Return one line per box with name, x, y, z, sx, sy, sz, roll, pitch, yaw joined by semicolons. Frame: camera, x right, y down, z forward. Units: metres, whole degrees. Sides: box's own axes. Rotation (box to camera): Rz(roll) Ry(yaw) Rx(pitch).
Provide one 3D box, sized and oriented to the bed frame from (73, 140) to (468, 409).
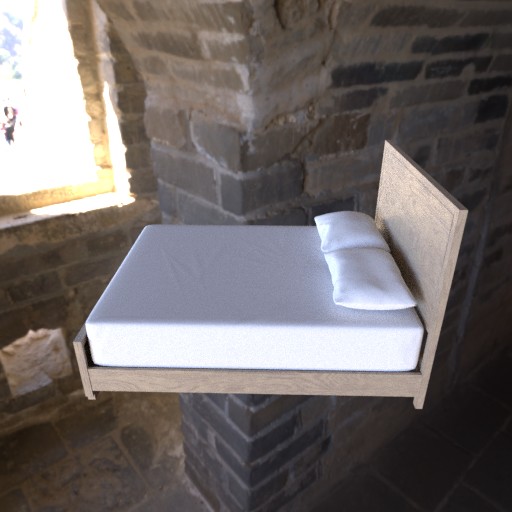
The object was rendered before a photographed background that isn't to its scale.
bed frame;0.000;0.000;3.292;2.189;1.369;1.606;1;27;1
